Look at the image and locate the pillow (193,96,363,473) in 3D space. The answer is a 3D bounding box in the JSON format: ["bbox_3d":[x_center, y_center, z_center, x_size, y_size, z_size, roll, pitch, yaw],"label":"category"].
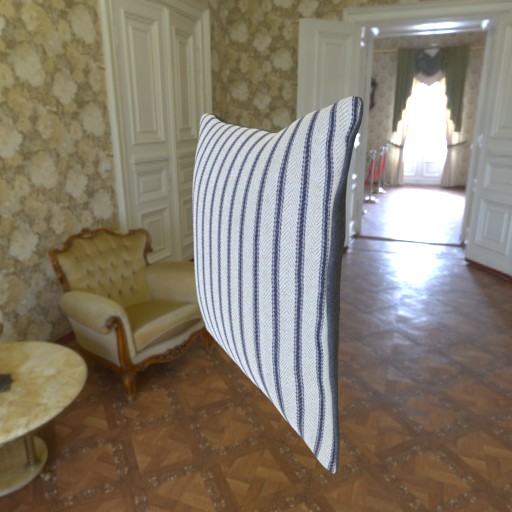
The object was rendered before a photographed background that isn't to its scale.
[{"bbox_3d":[0.000,0.000,0.693,0.138,0.444,0.468,-8,18,-25],"label":"pillow"}]
